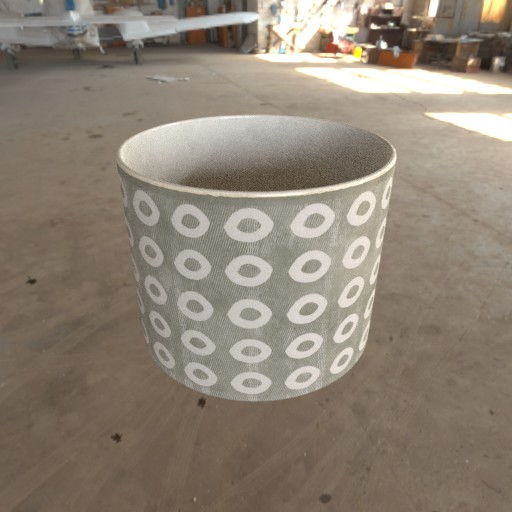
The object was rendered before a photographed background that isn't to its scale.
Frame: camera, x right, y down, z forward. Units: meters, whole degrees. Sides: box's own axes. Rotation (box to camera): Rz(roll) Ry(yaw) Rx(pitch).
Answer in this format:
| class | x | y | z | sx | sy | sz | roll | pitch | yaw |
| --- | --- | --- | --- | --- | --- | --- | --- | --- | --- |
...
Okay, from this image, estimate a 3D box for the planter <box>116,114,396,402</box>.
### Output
| class | x | y | z | sx | sy | sz | roll | pitch | yaw |
| --- | --- | --- | --- | --- | --- | --- | --- | --- | --- |
| planter | 0.000 | 0.000 | 0.467 | 0.250 | 0.239 | 0.250 | 0 | 30 | 0 |
